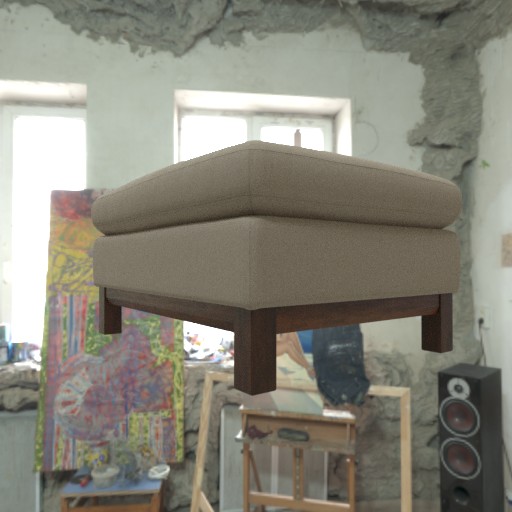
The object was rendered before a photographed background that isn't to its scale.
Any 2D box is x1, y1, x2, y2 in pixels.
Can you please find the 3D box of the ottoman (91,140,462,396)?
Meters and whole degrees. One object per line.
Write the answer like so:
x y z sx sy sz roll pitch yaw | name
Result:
0.000 0.000 1.097 0.606 0.420 0.771 0 -1 -37 | ottoman
